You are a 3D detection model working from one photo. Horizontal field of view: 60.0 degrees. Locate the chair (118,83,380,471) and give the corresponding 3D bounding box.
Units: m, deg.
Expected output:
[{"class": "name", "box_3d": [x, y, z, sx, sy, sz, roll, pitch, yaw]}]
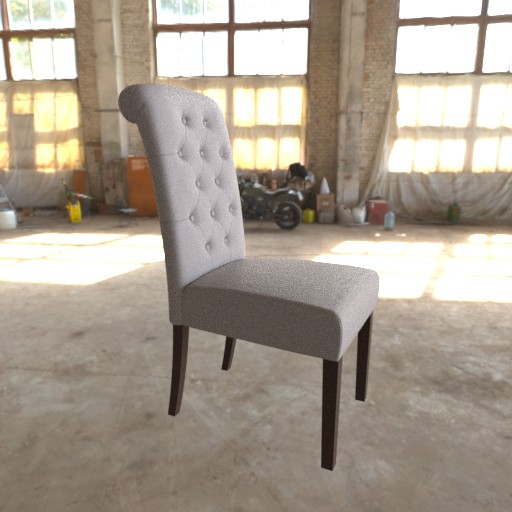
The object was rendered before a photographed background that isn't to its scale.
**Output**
[{"class": "chair", "box_3d": [0.000, 0.000, 1.356, 0.671, 1.006, 0.456, 6, 15, 25]}]
